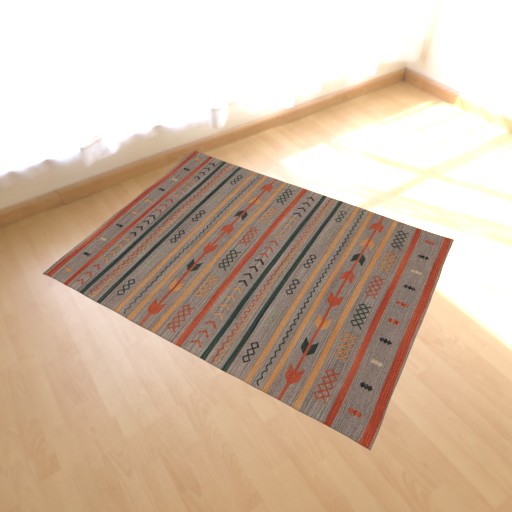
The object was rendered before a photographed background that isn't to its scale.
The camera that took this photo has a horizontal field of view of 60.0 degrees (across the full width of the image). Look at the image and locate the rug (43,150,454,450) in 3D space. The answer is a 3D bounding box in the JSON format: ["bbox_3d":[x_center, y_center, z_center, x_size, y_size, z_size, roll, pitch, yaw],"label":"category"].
[{"bbox_3d":[0.000,0.000,4.041,3.029,0.022,2.263,23,50,20],"label":"rug"}]
